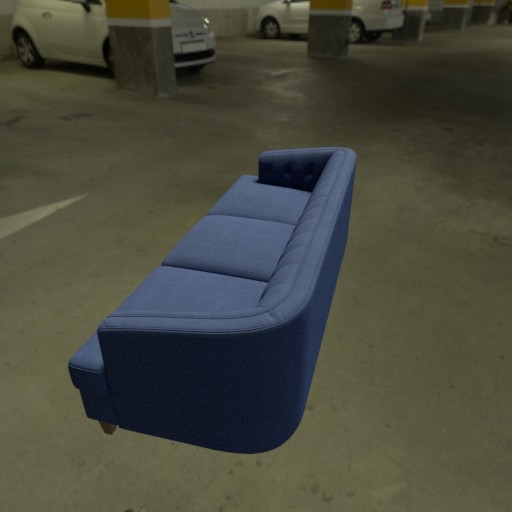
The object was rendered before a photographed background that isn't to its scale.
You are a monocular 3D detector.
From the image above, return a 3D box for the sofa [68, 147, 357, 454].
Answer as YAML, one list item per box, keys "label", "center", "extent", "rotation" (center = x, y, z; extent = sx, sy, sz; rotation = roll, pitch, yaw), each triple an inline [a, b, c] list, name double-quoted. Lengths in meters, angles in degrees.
- label: "sofa"
  center: [0.000, 0.000, 2.572]
  extent: [0.914, 0.787, 2.235]
  rotation: [9, 31, 14]
